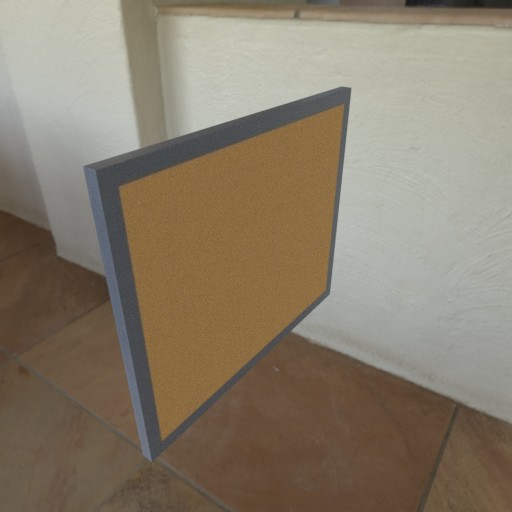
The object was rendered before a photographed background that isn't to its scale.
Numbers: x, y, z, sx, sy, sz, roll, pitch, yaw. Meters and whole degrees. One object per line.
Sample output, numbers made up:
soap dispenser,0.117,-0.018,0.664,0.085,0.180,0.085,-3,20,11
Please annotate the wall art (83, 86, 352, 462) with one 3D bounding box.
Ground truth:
wall art,0.000,0.000,0.899,0.026,0.558,0.660,21,37,31
